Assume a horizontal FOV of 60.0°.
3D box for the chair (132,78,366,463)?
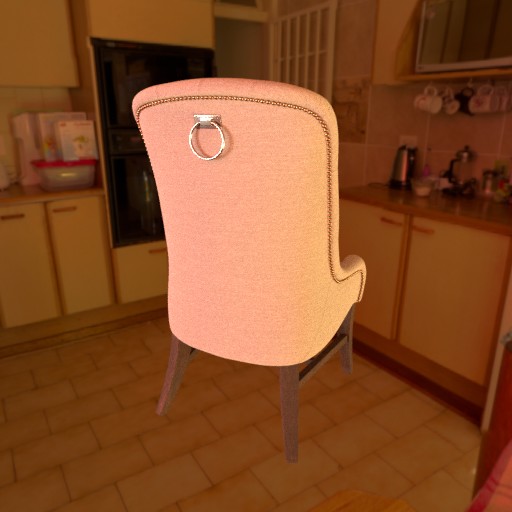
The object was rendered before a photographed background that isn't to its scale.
[{"bbox_3d":[0.000,0.000,1.509,0.634,1.091,0.629,9,20,25],"label":"chair"}]
